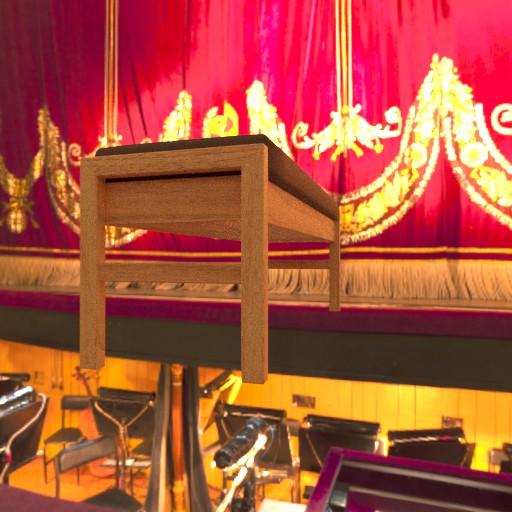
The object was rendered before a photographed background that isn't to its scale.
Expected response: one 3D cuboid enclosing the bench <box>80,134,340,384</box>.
[{"bbox_3d":[0.000,0.000,1.448,0.405,0.480,1.200,0,0,17],"label":"bench"}]
